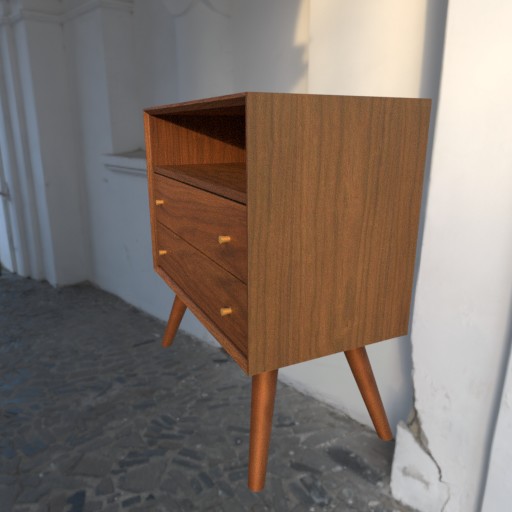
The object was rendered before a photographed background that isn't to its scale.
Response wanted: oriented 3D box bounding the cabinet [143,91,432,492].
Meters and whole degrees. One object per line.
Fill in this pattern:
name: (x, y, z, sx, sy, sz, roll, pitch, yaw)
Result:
cabinet: (0.000, 0.000, 1.157, 0.388, 0.748, 0.712, -8, 18, -25)
